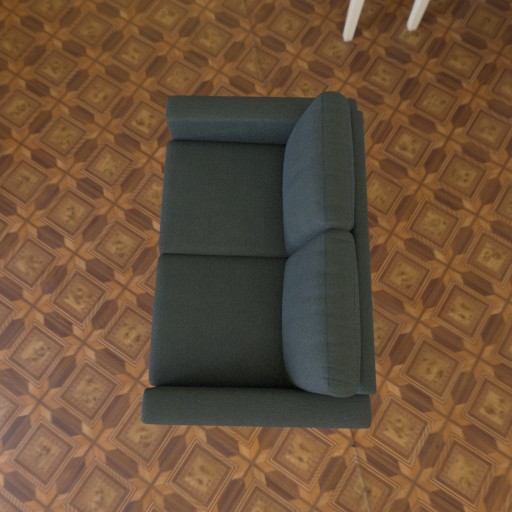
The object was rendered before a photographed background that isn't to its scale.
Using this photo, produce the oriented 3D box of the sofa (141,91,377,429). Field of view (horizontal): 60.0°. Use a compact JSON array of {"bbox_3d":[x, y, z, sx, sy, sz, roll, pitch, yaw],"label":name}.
[{"bbox_3d":[0.000,0.000,2.109,0.955,0.903,1.489,1,75,0],"label":"sofa"}]
